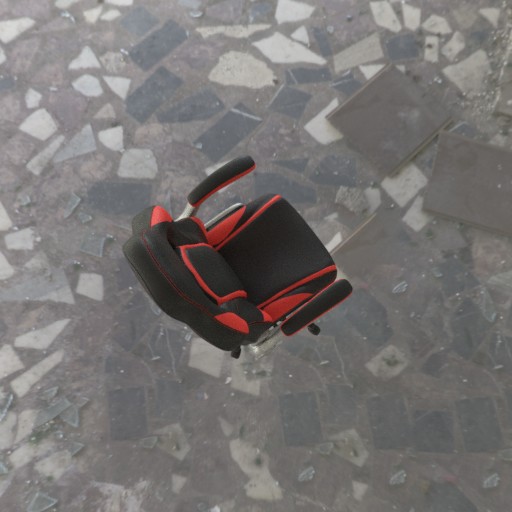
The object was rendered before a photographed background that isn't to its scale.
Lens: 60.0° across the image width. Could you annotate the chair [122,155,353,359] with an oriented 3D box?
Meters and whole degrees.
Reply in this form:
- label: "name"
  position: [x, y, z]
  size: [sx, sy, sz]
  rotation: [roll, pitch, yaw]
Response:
- label: "chair"
  position: [0.000, 0.000, 1.673]
  size: [0.712, 1.165, 0.758]
  rotation: [-35, 78, -8]
